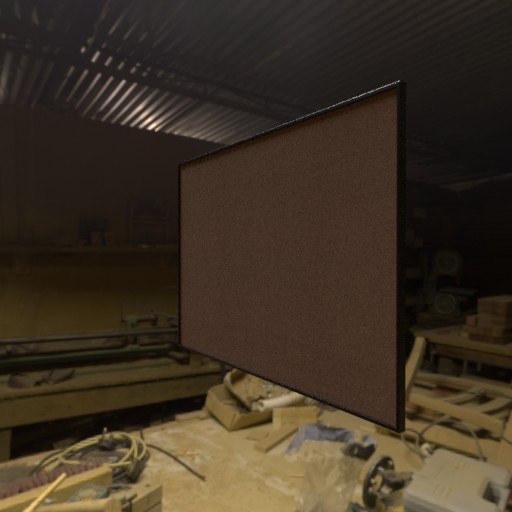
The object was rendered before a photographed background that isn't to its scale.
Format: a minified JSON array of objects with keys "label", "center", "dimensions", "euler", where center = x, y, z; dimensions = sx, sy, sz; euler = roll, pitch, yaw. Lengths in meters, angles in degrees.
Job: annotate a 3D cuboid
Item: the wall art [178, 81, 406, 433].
[{"label":"wall art","center":[0.000,0.000,1.226],"dimensions":[0.019,0.660,0.957],"euler":[0,1,-35]}]
